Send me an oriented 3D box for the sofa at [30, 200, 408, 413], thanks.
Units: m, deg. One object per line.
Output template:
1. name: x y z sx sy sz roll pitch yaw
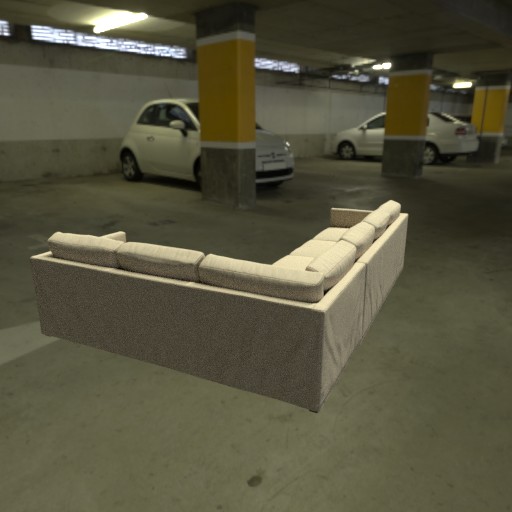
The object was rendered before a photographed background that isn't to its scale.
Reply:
1. sofa: 0.000 0.000 4.404 2.432 0.871 3.182 8 18 25
